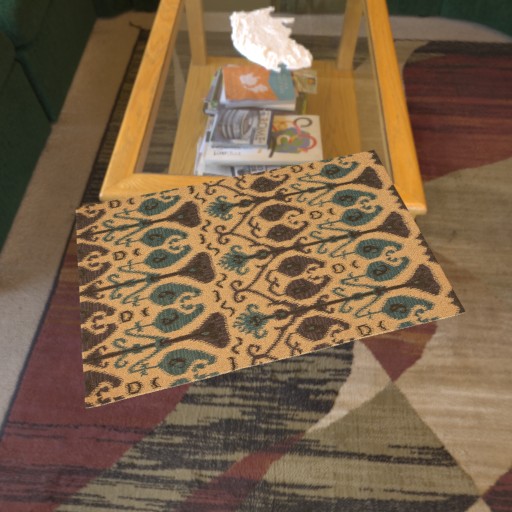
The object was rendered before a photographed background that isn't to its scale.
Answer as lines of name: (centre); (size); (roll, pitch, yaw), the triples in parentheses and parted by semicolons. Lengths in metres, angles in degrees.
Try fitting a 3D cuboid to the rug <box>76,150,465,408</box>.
rug: (0.000, 0.000, 2.176); (1.698, 0.013, 1.072); (-12, 58, -8)
